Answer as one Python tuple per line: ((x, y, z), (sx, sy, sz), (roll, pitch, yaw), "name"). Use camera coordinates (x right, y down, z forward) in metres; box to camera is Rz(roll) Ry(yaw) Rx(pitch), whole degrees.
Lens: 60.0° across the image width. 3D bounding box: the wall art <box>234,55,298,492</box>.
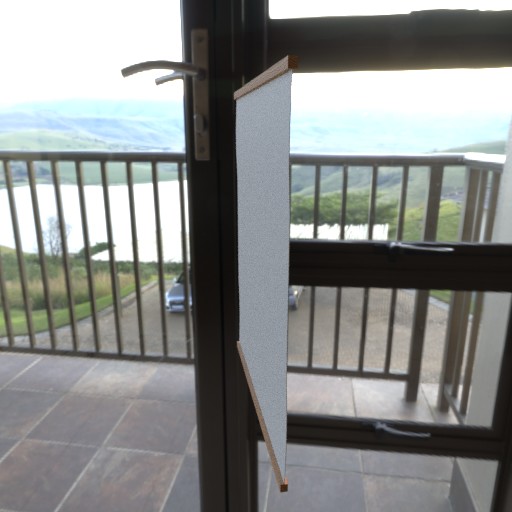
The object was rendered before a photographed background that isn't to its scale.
((0.000, 0.000, 0.682), (0.010, 0.507, 0.404), (-3, 16, -10), "wall art")
